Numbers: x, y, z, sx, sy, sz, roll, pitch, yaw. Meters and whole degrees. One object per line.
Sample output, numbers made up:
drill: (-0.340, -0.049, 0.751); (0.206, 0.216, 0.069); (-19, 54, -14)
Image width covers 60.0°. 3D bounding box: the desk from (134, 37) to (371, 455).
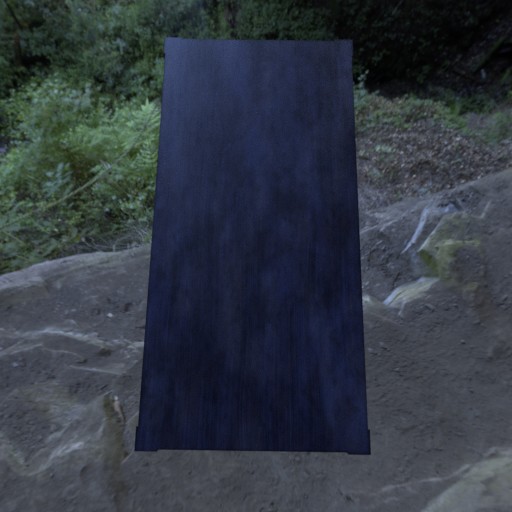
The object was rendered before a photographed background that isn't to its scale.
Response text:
desk: (0.000, 0.000, 1.748); (0.630, 0.861, 1.289); (1, 76, 0)
